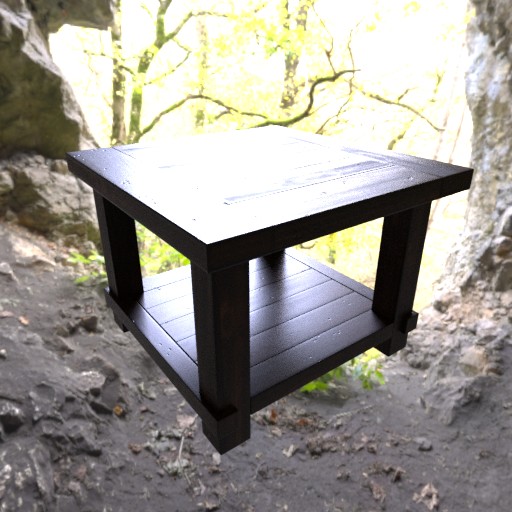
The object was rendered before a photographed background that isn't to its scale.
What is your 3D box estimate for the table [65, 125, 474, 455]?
[{"bbox_3d":[0.000,0.000,1.004,0.593,0.437,0.606,-18,31,-32],"label":"table"}]
